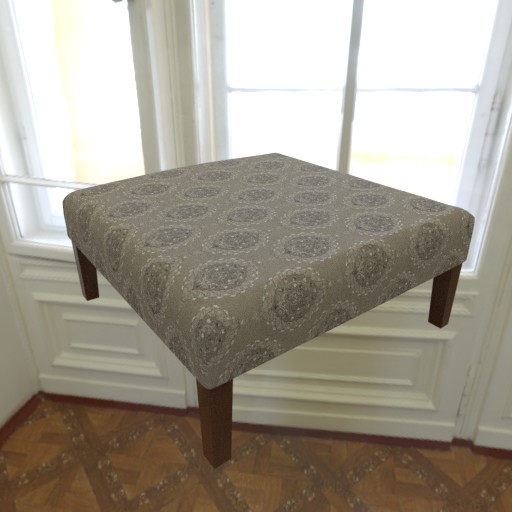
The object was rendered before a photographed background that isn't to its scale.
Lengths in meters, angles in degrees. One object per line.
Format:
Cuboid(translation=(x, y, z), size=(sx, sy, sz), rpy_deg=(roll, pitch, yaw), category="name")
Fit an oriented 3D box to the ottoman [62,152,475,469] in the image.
Cuboid(translation=(0.000, 0.000, 1.389), size=(0.890, 0.411, 0.889), rpy_deg=(-19, 32, -32), category="ottoman")
